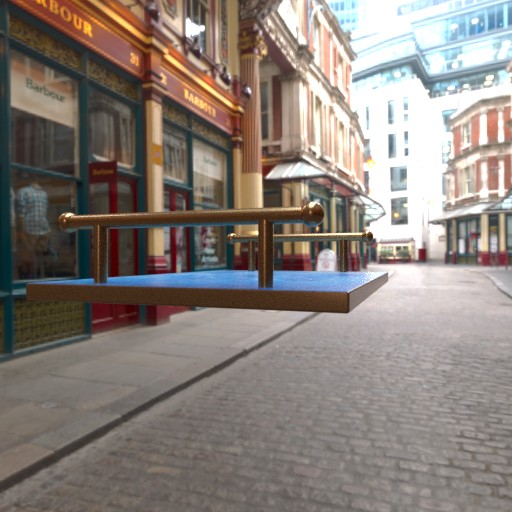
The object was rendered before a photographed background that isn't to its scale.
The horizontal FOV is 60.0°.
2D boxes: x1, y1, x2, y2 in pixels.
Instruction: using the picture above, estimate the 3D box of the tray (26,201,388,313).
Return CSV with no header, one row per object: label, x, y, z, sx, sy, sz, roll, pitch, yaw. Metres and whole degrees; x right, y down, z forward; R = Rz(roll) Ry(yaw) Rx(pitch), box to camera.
tray,0.000,0.000,0.577,0.304,0.084,0.444,0,0,20
